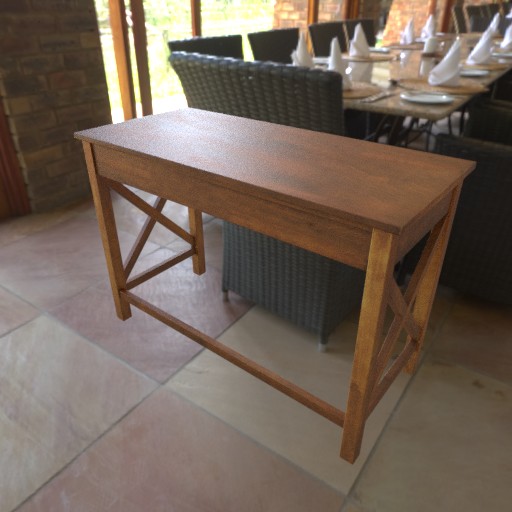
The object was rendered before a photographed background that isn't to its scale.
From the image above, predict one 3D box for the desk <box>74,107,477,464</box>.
[{"bbox_3d":[0.000,0.000,1.513,1.117,0.762,0.508,22,37,32],"label":"desk"}]
